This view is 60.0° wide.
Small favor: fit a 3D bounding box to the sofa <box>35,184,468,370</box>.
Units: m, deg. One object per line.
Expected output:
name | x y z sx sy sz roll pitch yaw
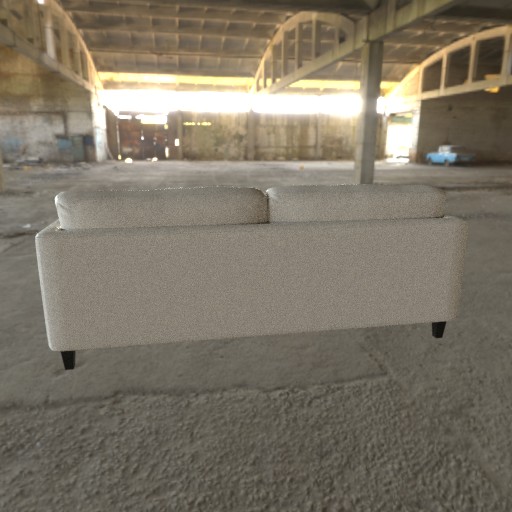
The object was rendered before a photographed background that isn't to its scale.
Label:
sofa | 0.000 0.000 2.917 2.434 0.965 0.948 -3 15 -10
